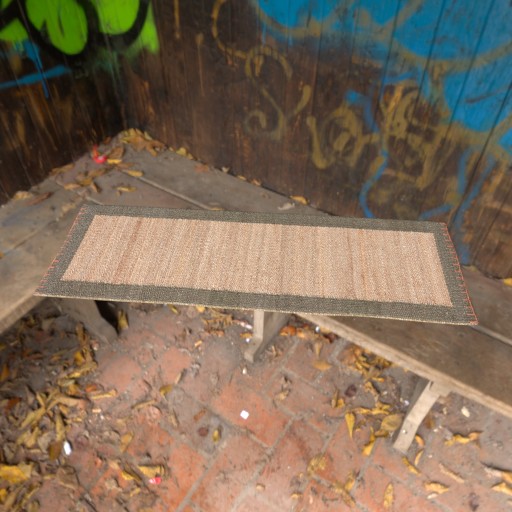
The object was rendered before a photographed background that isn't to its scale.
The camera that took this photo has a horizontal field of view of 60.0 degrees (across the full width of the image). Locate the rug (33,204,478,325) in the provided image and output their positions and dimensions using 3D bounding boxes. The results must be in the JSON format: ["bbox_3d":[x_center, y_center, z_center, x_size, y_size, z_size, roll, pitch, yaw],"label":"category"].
[{"bbox_3d":[0.000,0.000,2.668,2.413,0.016,0.810,4,46,3],"label":"rug"}]
